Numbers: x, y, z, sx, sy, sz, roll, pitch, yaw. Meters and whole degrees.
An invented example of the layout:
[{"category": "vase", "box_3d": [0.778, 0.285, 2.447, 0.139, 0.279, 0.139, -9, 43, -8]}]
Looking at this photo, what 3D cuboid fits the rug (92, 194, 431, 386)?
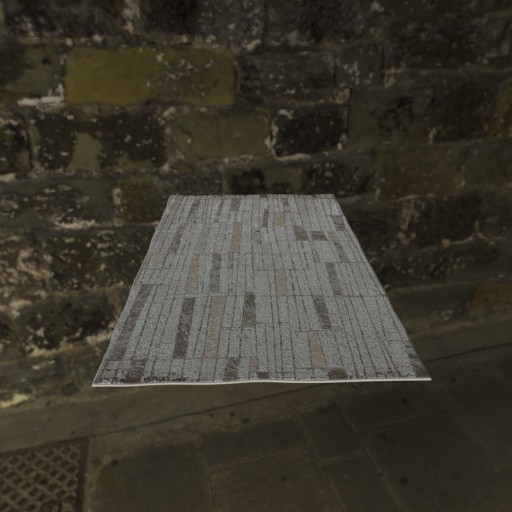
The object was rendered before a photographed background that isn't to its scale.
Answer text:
[{"category": "rug", "box_3d": [0.000, 0.000, 3.063, 1.531, 0.023, 2.444, -1, 28, -1]}]
